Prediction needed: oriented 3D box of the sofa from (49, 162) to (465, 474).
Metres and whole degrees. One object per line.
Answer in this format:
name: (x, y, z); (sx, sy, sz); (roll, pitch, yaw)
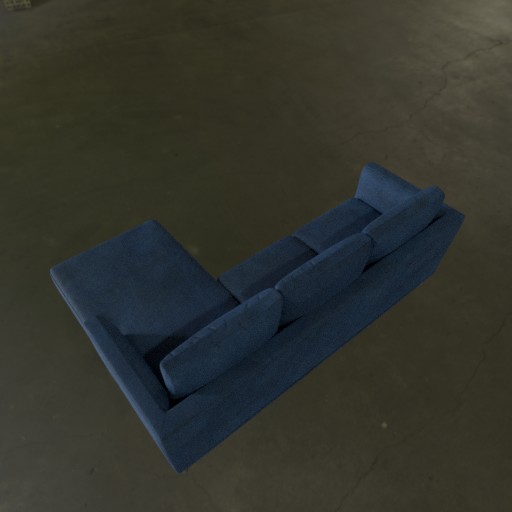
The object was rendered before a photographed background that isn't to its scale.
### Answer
sofa: (0.000, 0.000, 3.142); (2.438, 0.987, 1.622); (-31, 54, -26)
